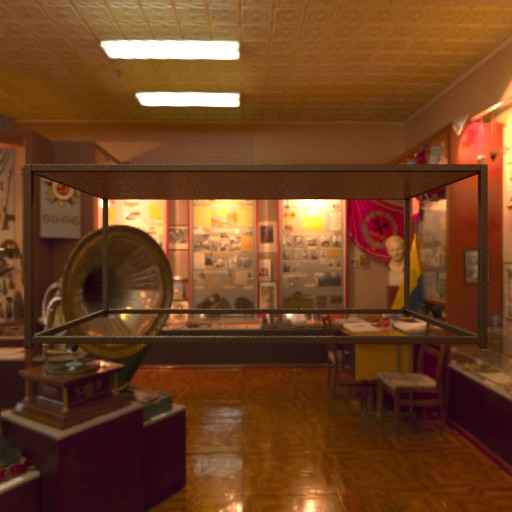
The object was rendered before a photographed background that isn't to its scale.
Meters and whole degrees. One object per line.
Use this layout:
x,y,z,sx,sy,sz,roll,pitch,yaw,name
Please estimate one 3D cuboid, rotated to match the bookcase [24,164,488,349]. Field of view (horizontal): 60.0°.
0.000,0.000,1.205,1.000,0.400,0.500,0,0,0,bookcase
